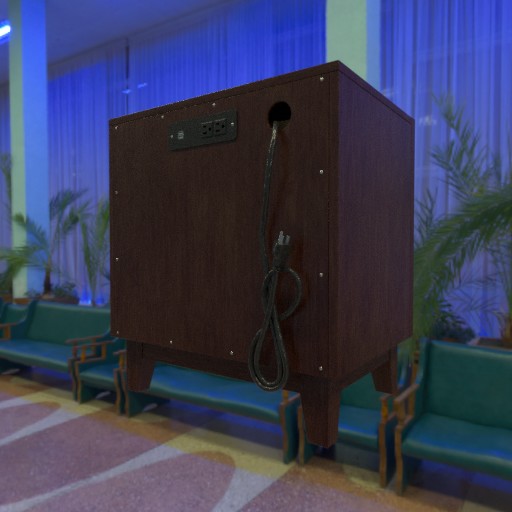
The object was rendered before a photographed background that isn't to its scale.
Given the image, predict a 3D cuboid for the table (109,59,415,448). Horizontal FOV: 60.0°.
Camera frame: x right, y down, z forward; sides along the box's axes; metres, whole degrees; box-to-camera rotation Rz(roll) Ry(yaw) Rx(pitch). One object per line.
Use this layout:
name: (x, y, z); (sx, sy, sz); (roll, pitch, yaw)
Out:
table: (0.000, 0.000, 0.981); (0.557, 0.609, 0.449); (1, 2, 35)
